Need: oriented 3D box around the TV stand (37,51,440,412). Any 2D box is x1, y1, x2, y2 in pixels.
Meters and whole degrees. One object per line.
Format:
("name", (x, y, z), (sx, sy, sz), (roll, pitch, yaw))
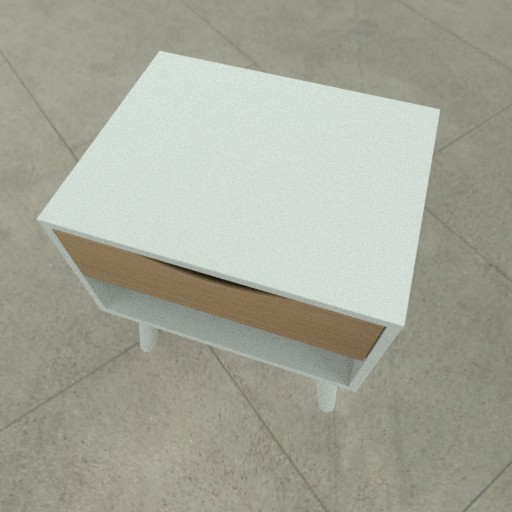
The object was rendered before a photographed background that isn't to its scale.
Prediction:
("TV stand", (0.000, 0.000, 0.911), (0.508, 0.559, 0.405), (16, 60, 9))
